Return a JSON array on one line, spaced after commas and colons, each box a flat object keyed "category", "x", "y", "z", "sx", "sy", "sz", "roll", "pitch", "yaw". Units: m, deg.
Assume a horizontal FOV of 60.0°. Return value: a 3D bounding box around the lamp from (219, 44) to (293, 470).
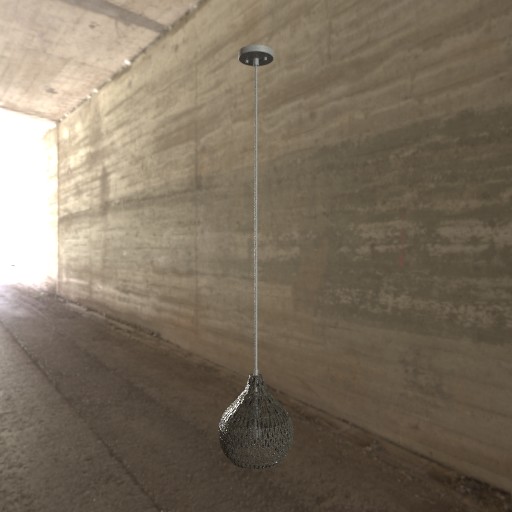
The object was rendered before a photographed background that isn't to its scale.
[{"category": "lamp", "x": 0.000, "y": 0.000, "z": 2.102, "sx": 0.355, "sy": 1.919, "sz": 0.355, "roll": 0, "pitch": 1, "yaw": 18}]
